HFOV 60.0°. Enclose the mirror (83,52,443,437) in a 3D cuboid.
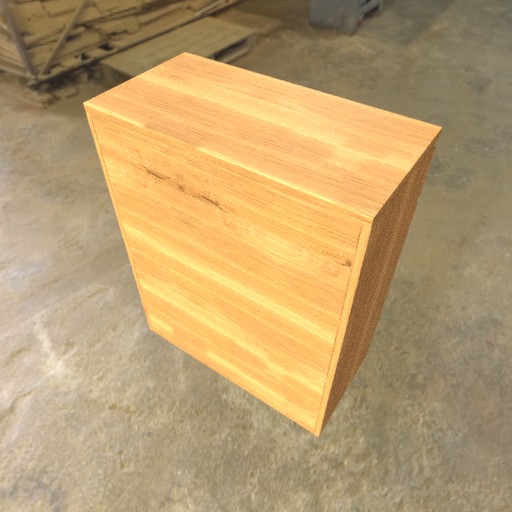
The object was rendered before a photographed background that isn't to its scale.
[{"bbox_3d":[0.000,0.000,1.450,0.800,1.000,0.400,26,51,23],"label":"mirror"}]
